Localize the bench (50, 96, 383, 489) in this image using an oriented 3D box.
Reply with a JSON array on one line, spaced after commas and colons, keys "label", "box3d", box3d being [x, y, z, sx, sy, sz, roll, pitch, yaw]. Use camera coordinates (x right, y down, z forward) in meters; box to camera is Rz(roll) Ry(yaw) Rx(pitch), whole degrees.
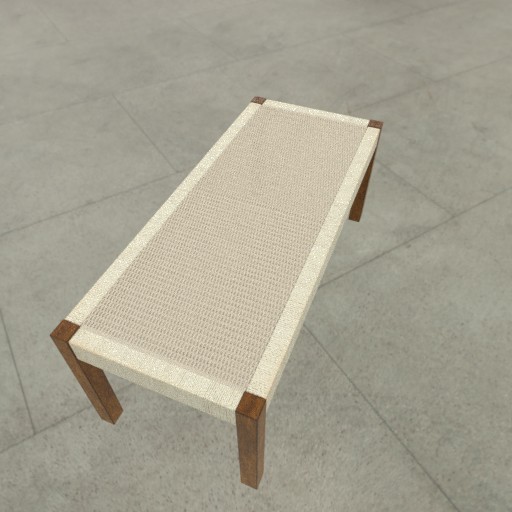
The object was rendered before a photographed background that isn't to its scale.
[{"label": "bench", "box3d": [0.000, 0.000, 1.472, 0.507, 0.457, 1.198, 17, 49, 15]}]
